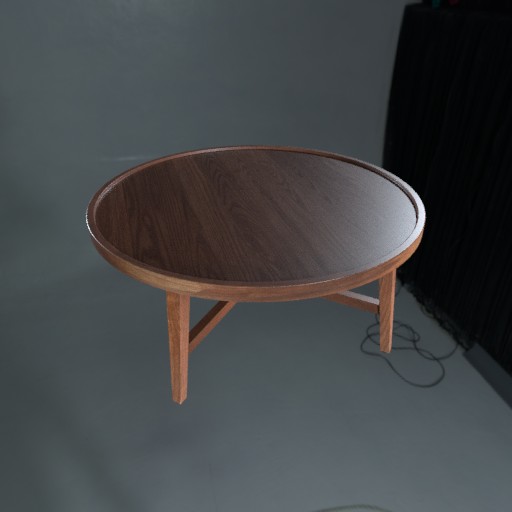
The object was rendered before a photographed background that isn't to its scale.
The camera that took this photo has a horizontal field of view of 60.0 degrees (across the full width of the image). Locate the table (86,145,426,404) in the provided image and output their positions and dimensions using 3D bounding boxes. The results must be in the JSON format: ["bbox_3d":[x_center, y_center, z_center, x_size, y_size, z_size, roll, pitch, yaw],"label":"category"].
[{"bbox_3d":[0.000,0.000,1.193,0.800,0.360,0.800,0,31,0],"label":"table"}]
